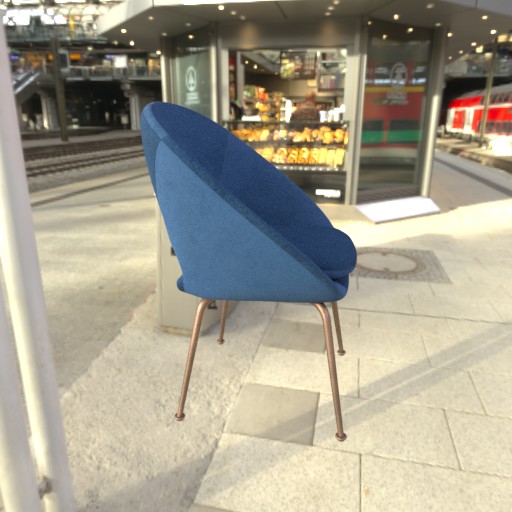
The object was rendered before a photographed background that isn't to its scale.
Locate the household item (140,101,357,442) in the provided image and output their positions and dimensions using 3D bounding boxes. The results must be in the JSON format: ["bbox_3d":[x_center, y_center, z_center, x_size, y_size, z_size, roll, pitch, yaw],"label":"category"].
[{"bbox_3d":[0.000,0.000,1.293,0.573,0.852,0.623,3,18,10],"label":"household item"}]
